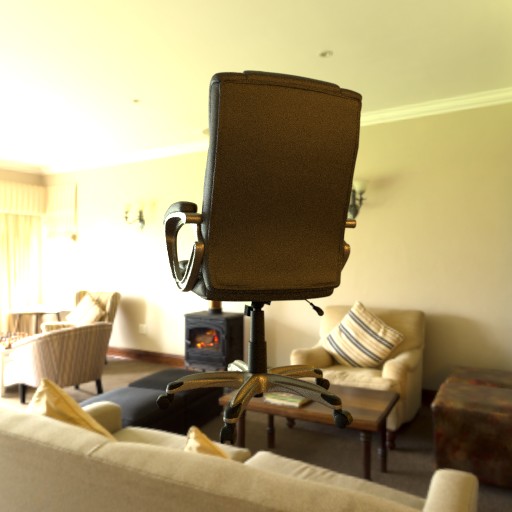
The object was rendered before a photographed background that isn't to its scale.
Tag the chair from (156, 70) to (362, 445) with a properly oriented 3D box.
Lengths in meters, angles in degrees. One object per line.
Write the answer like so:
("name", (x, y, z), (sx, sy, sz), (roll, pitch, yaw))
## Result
("chair", (0.000, 0.000, 1.677), (0.721, 1.130, 0.719), (0, 0, -19))
